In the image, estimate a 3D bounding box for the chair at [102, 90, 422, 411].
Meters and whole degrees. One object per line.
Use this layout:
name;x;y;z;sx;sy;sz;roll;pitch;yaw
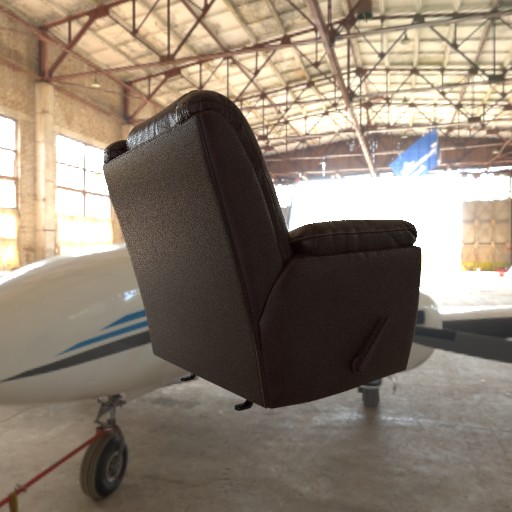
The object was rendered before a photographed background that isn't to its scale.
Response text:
chair;0.000;0.000;1.877;1.041;1.093;0.990;0;1;-35
